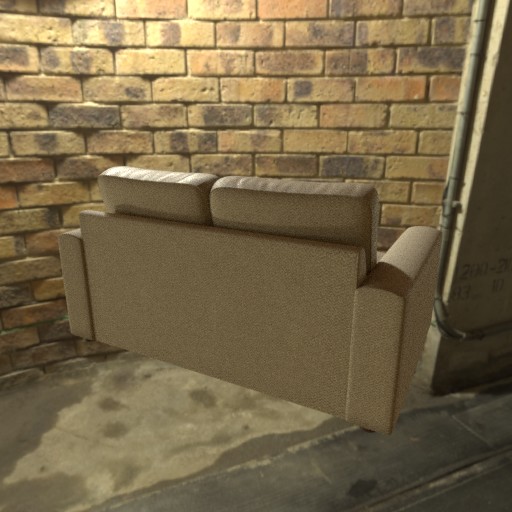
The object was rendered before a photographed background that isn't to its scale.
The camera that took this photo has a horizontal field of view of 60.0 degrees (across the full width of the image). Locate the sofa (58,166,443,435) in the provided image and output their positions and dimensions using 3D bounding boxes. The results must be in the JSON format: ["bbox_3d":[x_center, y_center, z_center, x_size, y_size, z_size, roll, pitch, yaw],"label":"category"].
[{"bbox_3d":[0.000,0.000,2.204,1.616,0.873,1.016,9,20,27],"label":"sofa"}]
